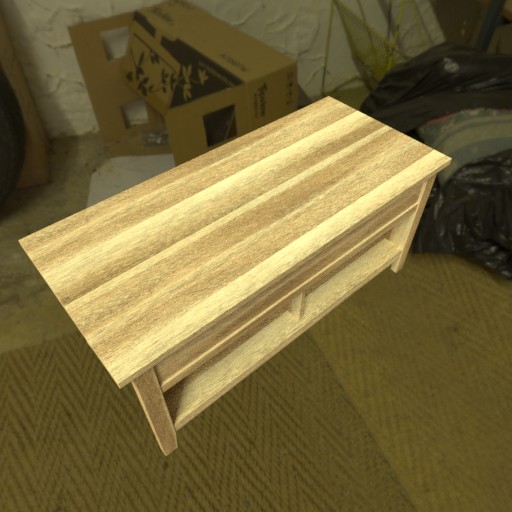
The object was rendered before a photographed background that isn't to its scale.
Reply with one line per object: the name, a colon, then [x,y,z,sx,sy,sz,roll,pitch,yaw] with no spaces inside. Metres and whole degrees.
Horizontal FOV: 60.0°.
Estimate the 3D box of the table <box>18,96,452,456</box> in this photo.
table: [0.000,0.000,1.364,1.095,0.480,0.493,-32,55,-26]
